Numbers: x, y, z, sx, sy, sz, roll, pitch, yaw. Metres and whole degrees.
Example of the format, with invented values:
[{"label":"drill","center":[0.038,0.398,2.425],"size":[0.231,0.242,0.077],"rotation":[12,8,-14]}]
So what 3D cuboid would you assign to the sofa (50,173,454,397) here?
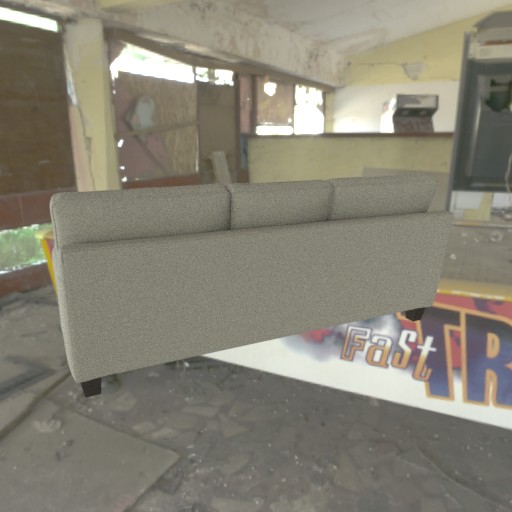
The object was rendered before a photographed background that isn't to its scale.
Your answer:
[{"label":"sofa","center":[0.000,0.000,2.799],"size":[2.323,0.997,1.016],"rotation":[-7,16,-25]}]
